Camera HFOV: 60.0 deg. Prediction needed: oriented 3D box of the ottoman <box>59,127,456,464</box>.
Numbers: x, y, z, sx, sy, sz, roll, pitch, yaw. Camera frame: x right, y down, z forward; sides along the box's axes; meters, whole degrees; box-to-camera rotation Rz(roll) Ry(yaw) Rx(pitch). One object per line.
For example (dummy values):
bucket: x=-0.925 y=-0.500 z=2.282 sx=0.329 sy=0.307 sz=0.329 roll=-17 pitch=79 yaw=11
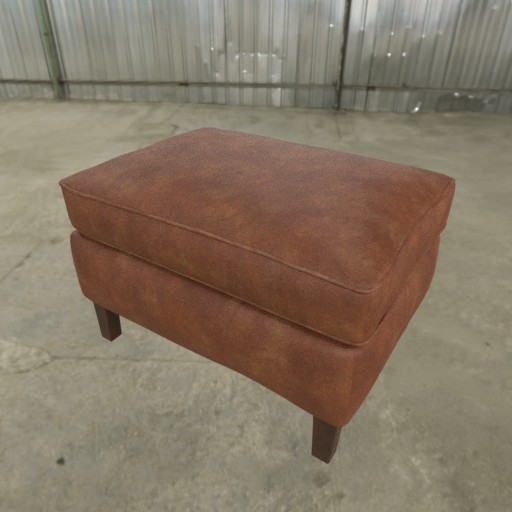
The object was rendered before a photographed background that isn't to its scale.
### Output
ottoman: x=0.000 y=0.000 z=0.953 sx=0.665 sy=0.418 sz=0.501 roll=19 pitch=37 yaw=28
